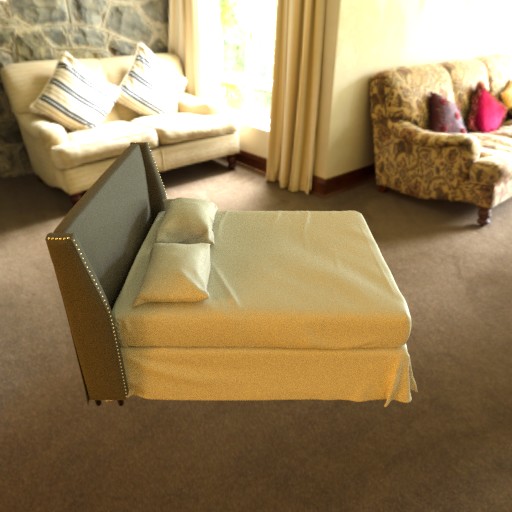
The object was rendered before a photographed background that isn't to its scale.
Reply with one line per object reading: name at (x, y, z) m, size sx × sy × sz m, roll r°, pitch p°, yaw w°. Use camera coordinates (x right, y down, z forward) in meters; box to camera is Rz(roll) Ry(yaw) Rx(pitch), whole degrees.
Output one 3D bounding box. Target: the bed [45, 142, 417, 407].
bed at (0.000, 0.000, 3.498) m, size 2.276 × 1.332 × 1.925 m, roll 0°, pitch 30°, yaw 0°
